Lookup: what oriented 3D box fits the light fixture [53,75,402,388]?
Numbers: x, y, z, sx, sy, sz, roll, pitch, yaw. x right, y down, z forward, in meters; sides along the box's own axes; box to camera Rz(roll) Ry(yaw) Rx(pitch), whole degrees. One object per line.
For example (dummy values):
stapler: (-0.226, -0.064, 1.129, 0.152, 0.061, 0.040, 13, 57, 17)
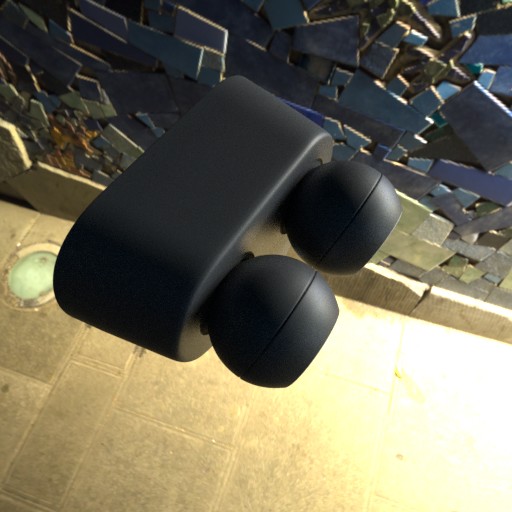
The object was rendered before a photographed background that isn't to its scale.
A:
light fixture: (0.000, 0.000, 0.335, 0.159, 0.159, 0.229, 29, 64, 16)
